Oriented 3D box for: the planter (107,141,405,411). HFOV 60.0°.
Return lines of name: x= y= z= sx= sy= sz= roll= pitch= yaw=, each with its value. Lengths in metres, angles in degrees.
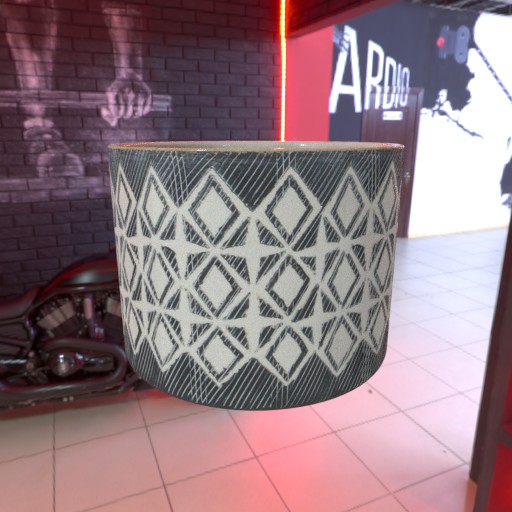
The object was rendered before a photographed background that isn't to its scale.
planter: x=0.000 y=0.000 z=0.212 sx=0.126 sy=0.104 sz=0.126 roll=0 pitch=16 yaw=0
